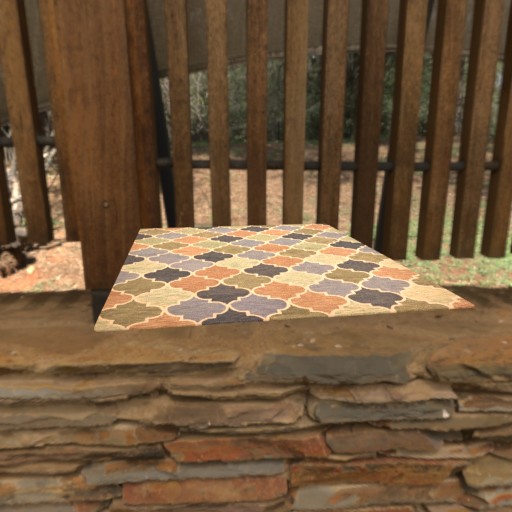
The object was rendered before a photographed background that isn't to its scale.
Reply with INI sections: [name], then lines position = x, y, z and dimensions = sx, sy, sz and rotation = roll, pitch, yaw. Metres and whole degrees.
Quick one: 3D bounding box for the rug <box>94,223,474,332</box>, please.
[rug]
position = 0.000, 0.000, 4.278
dimensions = 2.439, 0.013, 3.200
rotation = -2, 14, -9
